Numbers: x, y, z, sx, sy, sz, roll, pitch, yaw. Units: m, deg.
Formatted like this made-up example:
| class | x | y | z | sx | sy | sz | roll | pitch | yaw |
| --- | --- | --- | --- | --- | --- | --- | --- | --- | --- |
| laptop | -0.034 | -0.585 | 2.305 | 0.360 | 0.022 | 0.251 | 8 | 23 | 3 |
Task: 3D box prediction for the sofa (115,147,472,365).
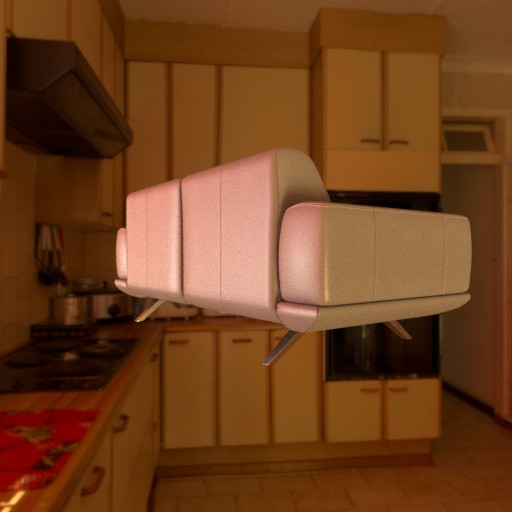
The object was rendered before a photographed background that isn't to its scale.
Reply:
| class | x | y | z | sx | sy | sz | roll | pitch | yaw |
| --- | --- | --- | --- | --- | --- | --- | --- | --- | --- |
| sofa | 0.000 | 0.000 | 2.349 | 0.900 | 0.772 | 1.901 | 0 | 0 | -36 |
